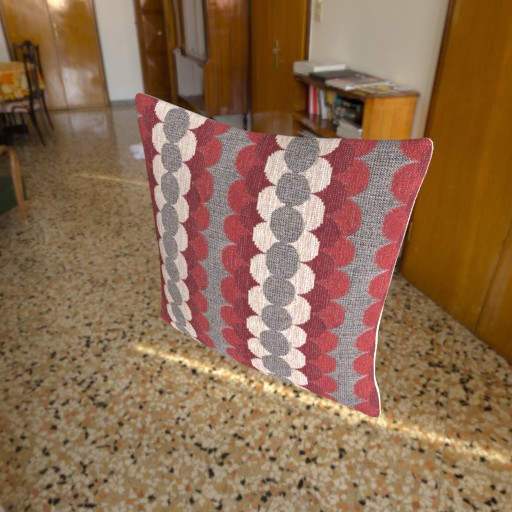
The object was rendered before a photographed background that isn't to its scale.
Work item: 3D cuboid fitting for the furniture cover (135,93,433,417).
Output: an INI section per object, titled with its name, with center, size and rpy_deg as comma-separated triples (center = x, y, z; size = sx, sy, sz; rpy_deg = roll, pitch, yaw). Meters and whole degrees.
[furniture cover]
center = 0.000, 0.000, 0.654
size = 0.435, 0.420, 0.145
rpy_deg = 18, 35, 28
